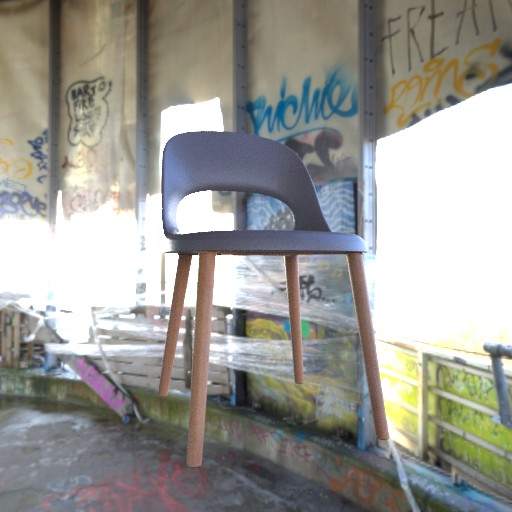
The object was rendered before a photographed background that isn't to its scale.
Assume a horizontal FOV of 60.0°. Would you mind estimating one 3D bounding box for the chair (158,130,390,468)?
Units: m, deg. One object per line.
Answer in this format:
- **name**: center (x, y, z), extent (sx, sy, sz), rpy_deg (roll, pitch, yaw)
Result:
- **chair**: center (0.000, 0.000, 1.138), extent (0.470, 0.795, 0.556), rpy_deg (0, -1, -18)
